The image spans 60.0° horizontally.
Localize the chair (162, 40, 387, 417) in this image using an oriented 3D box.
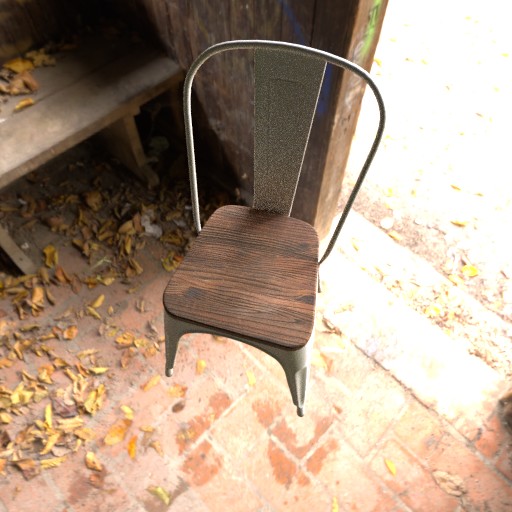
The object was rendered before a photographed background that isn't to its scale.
[{"bbox_3d":[0.000,0.000,1.134,0.452,0.851,0.521,14,60,8],"label":"chair"}]
